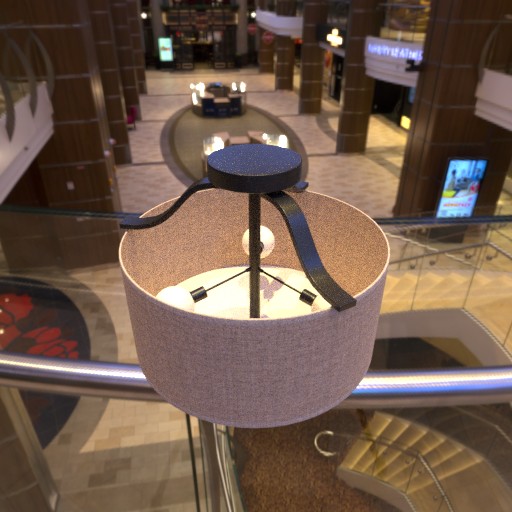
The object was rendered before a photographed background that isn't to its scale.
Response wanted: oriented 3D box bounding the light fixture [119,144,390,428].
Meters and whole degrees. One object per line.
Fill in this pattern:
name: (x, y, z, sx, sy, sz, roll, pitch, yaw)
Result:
light fixture: (0.000, 0.000, 0.665, 0.390, 0.306, 0.390, 0, 31, 0)
